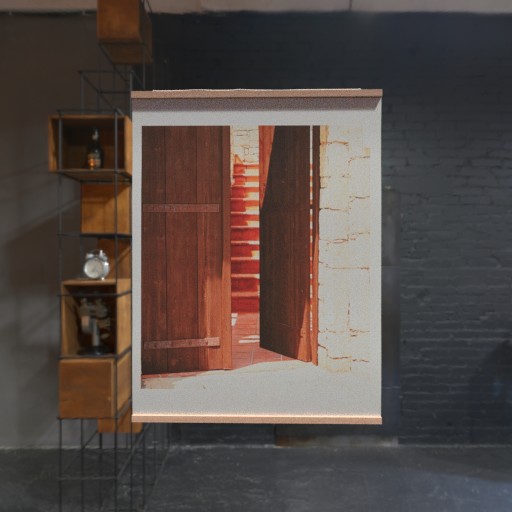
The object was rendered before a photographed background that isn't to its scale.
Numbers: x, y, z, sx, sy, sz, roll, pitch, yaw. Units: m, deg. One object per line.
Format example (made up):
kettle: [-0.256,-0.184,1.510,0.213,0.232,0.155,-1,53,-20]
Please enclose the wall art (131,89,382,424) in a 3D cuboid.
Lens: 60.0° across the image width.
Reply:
wall art: [0.000,0.000,1.350,0.758,1.013,0.020,0,0,1]
